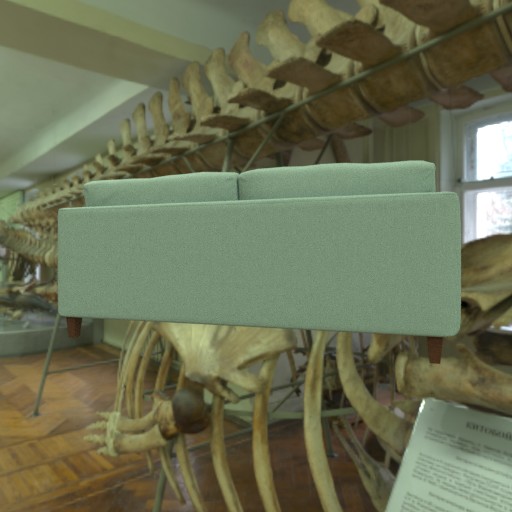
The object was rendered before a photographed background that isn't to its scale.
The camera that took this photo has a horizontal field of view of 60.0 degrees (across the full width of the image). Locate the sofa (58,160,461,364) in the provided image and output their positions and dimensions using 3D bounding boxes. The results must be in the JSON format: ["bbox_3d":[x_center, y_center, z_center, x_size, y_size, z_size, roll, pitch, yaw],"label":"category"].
[{"bbox_3d":[0.000,0.000,2.715,2.208,0.965,0.951,0,0,19],"label":"sofa"}]
